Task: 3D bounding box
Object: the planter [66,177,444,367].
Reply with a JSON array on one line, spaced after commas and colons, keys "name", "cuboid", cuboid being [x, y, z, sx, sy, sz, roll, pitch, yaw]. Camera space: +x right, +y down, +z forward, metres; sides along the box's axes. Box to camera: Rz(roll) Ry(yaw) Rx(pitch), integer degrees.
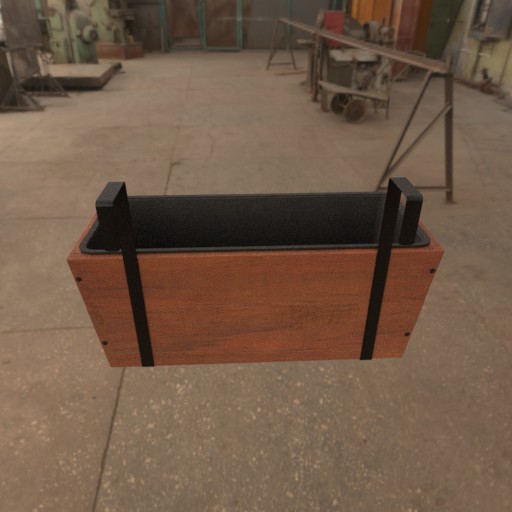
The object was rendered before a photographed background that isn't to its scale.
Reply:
[{"name": "planter", "cuboid": [0.000, 0.000, 0.641, 0.480, 0.289, 0.262, -1, 31, -2]}]
